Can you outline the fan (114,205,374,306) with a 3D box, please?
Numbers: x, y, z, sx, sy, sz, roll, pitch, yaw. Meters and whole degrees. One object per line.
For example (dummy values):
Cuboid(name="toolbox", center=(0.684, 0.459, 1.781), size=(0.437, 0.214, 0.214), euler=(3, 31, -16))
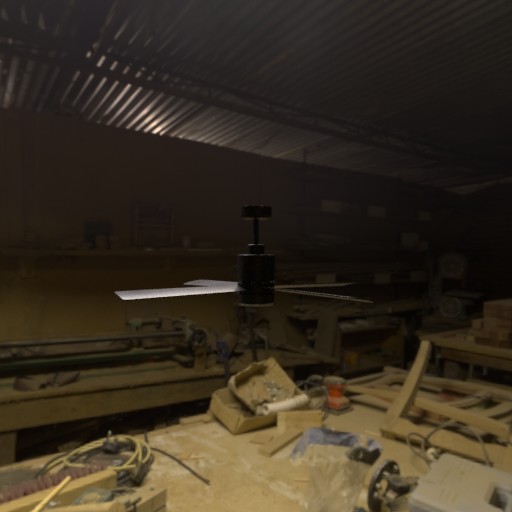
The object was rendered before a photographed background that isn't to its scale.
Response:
Cuboid(name="fan", center=(0.000, 0.000, 2.432), size=(1.525, 0.534, 1.525), euler=(0, 0, -35))
